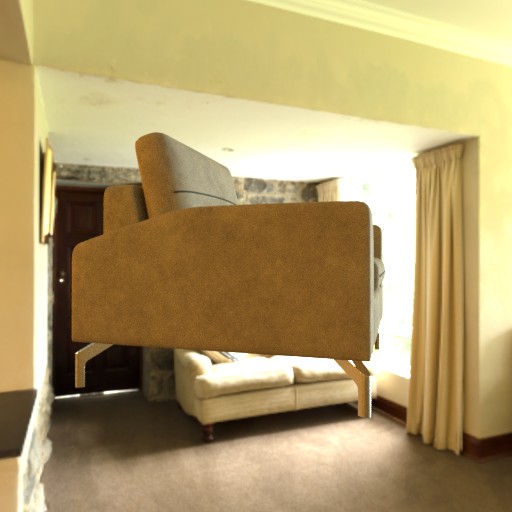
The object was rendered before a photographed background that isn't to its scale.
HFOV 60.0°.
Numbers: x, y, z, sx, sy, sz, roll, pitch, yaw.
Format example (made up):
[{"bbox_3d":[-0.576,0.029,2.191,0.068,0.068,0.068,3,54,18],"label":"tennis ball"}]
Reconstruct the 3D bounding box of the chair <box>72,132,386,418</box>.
[{"bbox_3d":[0.000,0.000,1.625,0.900,0.800,0.900,0,0,18],"label":"chair"}]
